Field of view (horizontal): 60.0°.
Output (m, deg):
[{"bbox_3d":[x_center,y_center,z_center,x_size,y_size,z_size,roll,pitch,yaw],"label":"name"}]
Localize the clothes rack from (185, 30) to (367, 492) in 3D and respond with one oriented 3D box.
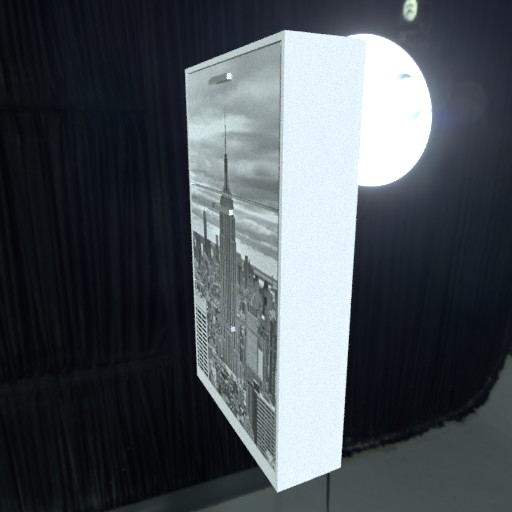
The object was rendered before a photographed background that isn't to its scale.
[{"bbox_3d":[0.000,0.000,1.547,0.250,1.280,0.750,-8,18,-25],"label":"clothes rack"}]
